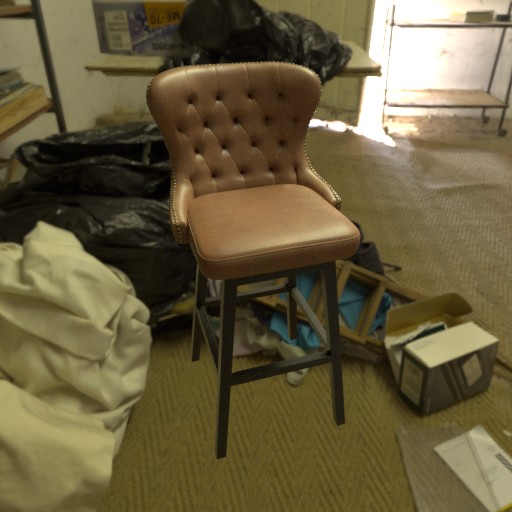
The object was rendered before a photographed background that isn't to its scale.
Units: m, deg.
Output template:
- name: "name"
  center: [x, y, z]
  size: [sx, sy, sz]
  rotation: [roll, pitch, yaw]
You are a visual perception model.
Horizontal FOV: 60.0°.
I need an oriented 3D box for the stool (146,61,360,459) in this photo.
- name: "stool"
  center: [0.000, 0.000, 1.396]
  size: [0.528, 1.050, 0.601]
  rotation: [-9, 33, -15]
